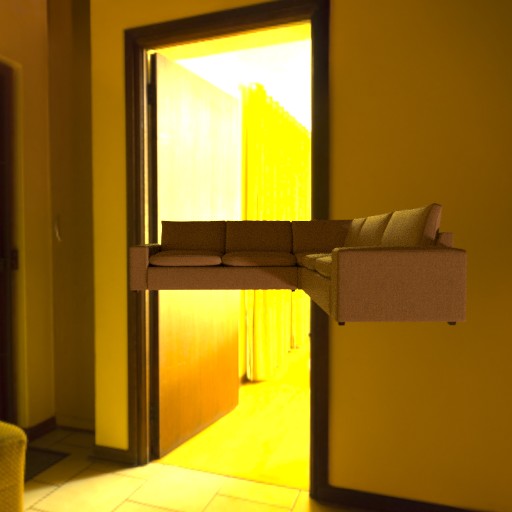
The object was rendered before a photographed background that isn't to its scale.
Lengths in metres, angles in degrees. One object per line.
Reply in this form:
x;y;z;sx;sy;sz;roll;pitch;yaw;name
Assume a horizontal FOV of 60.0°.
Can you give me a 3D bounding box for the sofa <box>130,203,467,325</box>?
0.000;0.000;4.138;2.622;0.800;2.742;0;2;-1;sofa
